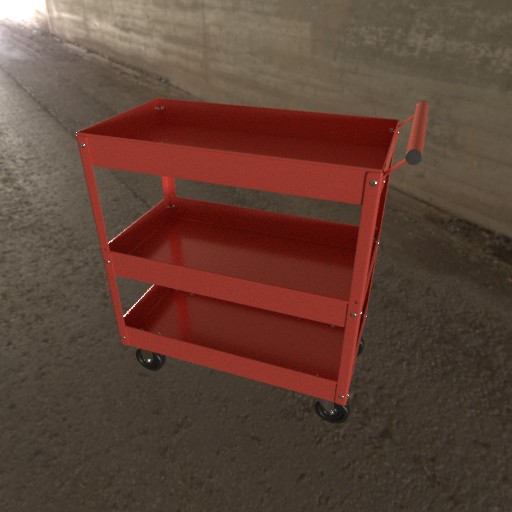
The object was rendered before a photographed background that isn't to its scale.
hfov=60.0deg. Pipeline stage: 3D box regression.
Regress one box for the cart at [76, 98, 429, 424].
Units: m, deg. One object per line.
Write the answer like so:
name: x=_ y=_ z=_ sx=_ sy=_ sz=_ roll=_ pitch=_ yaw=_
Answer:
cart: x=0.000 y=0.000 z=1.186 sx=0.719 sy=0.780 sz=0.366 roll=11 pitch=34 yaw=17
